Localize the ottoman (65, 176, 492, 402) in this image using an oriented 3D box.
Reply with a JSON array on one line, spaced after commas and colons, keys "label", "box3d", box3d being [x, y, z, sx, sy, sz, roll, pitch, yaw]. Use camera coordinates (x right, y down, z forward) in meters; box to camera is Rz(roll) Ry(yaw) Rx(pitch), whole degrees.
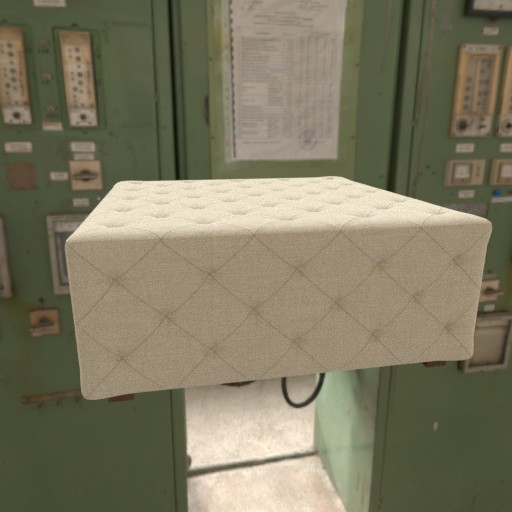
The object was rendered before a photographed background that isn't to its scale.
[{"label": "ottoman", "box3d": [0.000, 0.000, 1.548, 1.028, 0.439, 1.028, -3, 16, -11]}]
